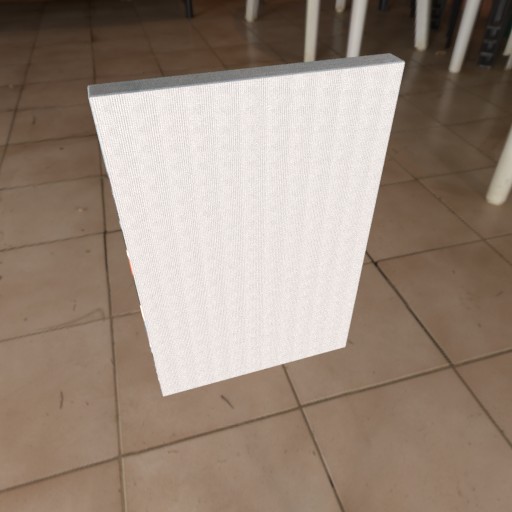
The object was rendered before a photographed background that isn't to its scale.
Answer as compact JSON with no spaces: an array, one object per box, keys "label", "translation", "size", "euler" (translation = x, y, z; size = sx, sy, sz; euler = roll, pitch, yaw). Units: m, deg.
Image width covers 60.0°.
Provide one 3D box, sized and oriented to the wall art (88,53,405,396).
[{"label":"wall art","translation":[0.000,0.000,1.130],"size":[0.609,0.911,0.061],"euler":[-12,42,-13]}]
